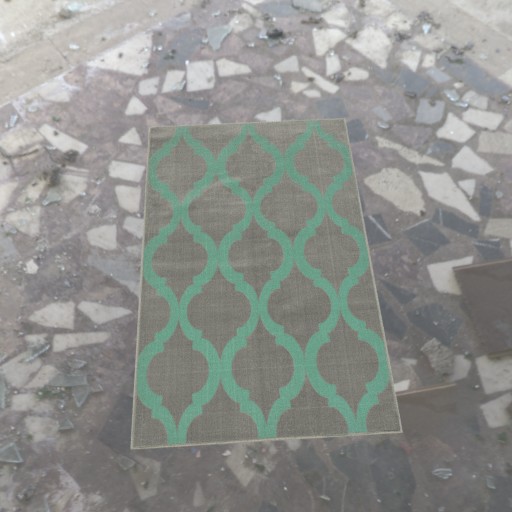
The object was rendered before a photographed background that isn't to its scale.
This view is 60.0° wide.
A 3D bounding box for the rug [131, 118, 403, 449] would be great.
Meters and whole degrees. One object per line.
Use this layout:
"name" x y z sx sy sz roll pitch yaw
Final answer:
"rug" 0.000 0.000 2.959 1.524 0.006 2.286 -3 65 -1
